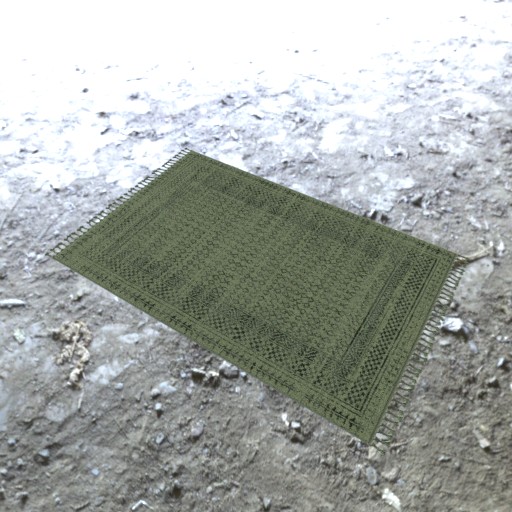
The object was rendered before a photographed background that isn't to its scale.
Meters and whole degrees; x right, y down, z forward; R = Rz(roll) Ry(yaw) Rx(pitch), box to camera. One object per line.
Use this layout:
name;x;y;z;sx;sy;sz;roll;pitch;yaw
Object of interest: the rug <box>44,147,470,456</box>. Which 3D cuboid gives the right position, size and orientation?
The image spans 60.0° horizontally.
rug;0.000;0.000;3.017;2.486;0.013;1.548;25;52;22
